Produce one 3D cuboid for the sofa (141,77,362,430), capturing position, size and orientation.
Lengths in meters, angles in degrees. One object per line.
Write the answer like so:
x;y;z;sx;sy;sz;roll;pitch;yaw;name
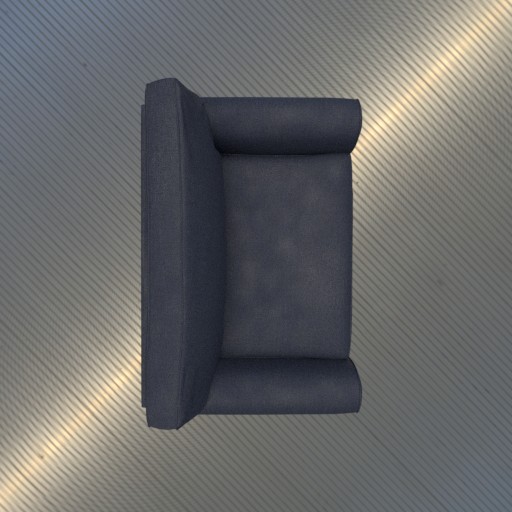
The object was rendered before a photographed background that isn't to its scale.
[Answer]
0.000;0.000;2.070;0.938;1.004;1.405;0;90;0;sofa
